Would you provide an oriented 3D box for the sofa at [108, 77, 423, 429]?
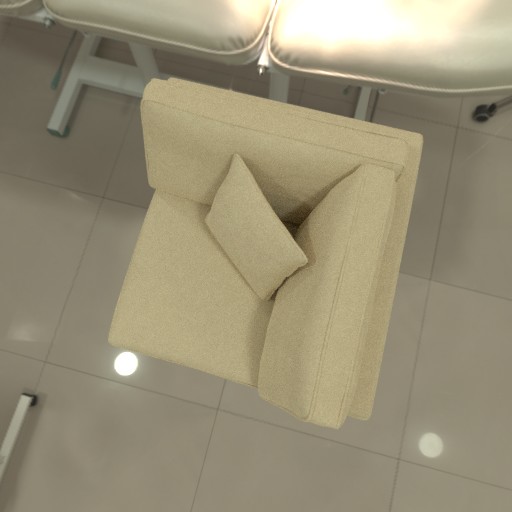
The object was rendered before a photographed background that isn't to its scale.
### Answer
[{"bbox_3d":[0.000,0.000,1.956,1.084,1.002,1.146,14,78,3],"label":"sofa"}]
